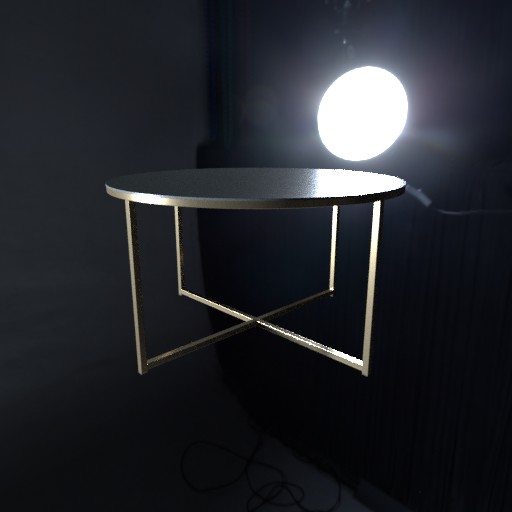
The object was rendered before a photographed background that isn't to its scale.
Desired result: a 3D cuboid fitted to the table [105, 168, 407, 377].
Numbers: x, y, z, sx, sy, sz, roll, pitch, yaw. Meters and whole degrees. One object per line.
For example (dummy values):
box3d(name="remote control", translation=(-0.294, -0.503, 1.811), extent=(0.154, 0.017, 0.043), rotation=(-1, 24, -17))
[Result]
box3d(name="table", translation=(0.000, 0.000, 1.299), extent=(0.800, 0.450, 0.800), rotation=(0, 15, 0))
